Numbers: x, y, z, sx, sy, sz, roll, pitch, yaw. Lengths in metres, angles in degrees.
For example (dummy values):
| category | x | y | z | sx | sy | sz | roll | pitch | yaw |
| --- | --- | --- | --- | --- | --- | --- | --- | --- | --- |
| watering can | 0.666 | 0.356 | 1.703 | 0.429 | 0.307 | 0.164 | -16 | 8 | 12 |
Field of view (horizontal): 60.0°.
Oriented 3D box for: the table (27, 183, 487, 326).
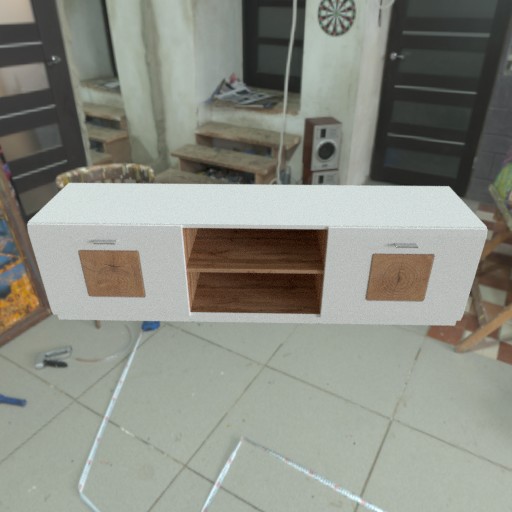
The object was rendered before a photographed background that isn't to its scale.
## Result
| category | x | y | z | sx | sy | sz | roll | pitch | yaw |
| --- | --- | --- | --- | --- | --- | --- | --- | --- | --- |
| table | 0.000 | 0.000 | 1.747 | 1.550 | 0.440 | 0.400 | 1 | 31 | 1 |
